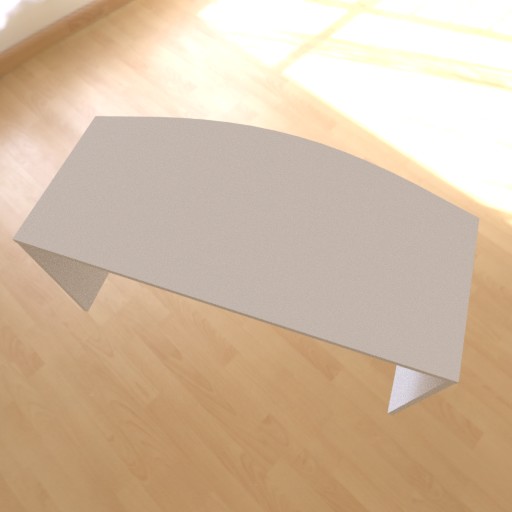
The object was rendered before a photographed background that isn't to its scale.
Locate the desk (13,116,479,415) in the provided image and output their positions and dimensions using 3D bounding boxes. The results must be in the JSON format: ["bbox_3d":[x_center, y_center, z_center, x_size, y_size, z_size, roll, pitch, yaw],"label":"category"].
[{"bbox_3d":[0.000,0.000,2.001,1.600,0.750,0.802,17,64,8],"label":"desk"}]
